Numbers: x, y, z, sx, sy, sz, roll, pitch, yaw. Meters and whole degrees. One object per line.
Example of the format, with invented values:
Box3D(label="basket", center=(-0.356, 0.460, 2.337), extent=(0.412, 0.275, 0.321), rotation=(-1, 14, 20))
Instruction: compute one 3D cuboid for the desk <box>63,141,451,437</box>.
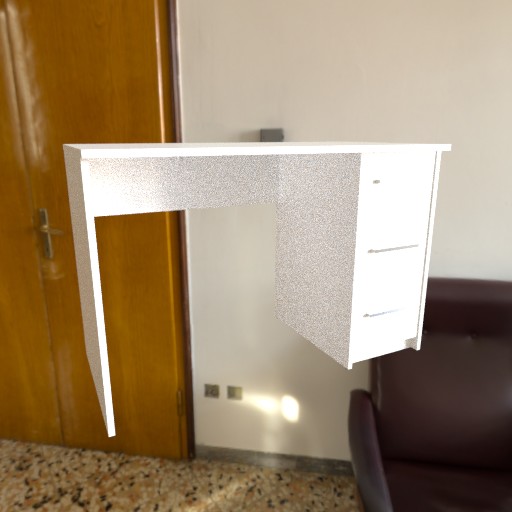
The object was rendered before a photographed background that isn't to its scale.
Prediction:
Box3D(label="desk", center=(0.000, 0.000, 1.502), extent=(1.097, 0.735, 0.560), rotation=(-7, 17, -25))
